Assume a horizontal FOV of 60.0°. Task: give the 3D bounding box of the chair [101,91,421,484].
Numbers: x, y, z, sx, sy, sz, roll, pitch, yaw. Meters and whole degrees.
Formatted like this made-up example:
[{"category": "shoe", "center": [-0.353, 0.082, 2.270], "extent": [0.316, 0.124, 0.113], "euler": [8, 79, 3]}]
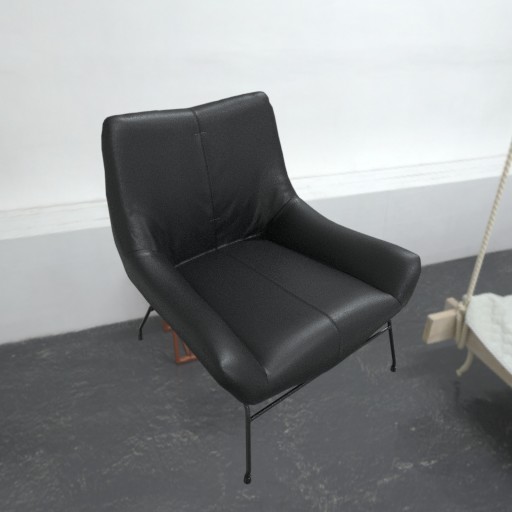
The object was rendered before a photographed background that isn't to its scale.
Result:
[{"category": "chair", "center": [0.000, 0.000, 1.547], "extent": [0.836, 0.922, 0.826], "euler": [-23, 38, -33]}]
